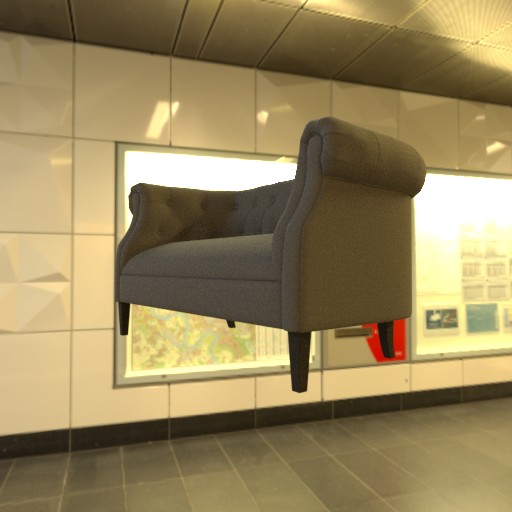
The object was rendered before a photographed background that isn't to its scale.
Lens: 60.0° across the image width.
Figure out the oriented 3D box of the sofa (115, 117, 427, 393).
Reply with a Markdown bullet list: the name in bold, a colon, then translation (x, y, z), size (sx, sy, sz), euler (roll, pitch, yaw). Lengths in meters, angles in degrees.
- **sofa**: translation (0.000, 0.000, 2.061), size (0.835, 0.827, 1.558), euler (1, -2, -38)
